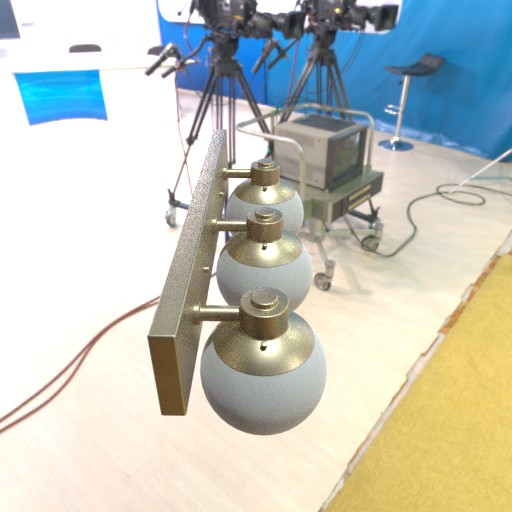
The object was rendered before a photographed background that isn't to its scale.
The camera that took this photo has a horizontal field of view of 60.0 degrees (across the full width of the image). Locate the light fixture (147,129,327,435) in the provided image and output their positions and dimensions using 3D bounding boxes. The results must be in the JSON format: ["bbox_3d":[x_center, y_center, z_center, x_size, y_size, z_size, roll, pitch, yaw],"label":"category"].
[{"bbox_3d":[0.000,0.000,0.841,0.218,0.263,0.721,1,33,1],"label":"light fixture"}]
